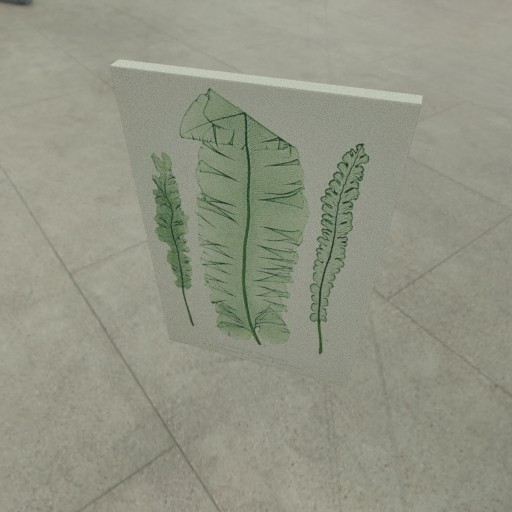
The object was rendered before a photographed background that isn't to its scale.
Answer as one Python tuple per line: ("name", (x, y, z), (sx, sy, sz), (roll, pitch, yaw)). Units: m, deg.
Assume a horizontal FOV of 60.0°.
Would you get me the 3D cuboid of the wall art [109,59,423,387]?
("wall art", (0.000, 0.000, 1.155), (0.610, 0.914, 0.038), (12, 44, 13))
